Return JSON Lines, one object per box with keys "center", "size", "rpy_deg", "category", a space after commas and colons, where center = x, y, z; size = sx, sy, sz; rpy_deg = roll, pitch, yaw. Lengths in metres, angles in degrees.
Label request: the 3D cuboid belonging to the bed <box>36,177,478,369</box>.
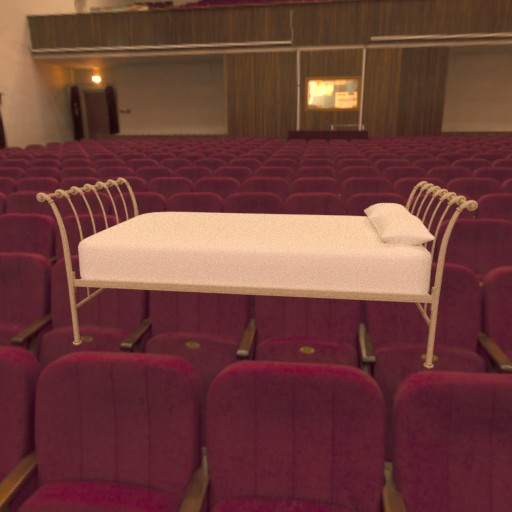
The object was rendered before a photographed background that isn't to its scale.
{"center": [0.000, 0.000, 2.793], "size": [2.228, 0.873, 1.032], "rpy_deg": [2, 15, 8], "category": "bed"}
